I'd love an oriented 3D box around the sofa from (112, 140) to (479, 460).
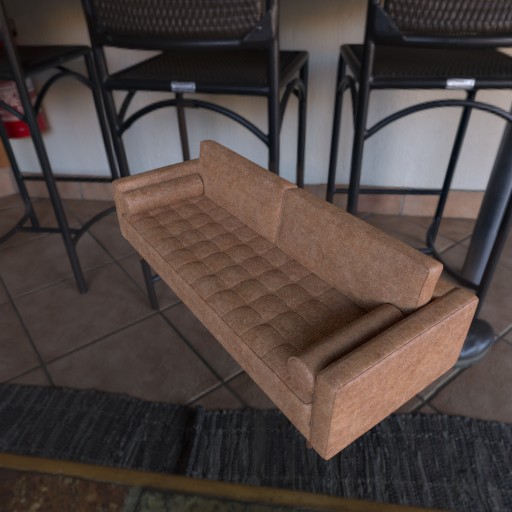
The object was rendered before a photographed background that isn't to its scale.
[{"bbox_3d":[0.000,0.000,2.595,0.919,0.770,2.200,-22,40,-29],"label":"sofa"}]
